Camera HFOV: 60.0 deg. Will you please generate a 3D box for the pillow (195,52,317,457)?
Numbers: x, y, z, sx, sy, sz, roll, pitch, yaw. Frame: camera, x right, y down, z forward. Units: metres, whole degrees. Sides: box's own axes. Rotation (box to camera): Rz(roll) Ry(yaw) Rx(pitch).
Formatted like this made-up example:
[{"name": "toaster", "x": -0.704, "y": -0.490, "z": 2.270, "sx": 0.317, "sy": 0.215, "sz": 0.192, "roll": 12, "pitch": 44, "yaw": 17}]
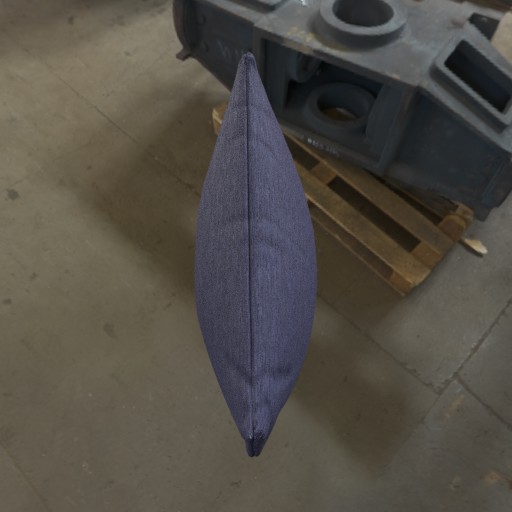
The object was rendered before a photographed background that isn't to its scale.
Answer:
[{"name": "pillow", "x": 0.000, "y": 0.000, "z": 0.779, "sx": 0.210, "sy": 0.338, "sz": 0.633, "roll": -1, "pitch": 63, "yaw": -1}]
